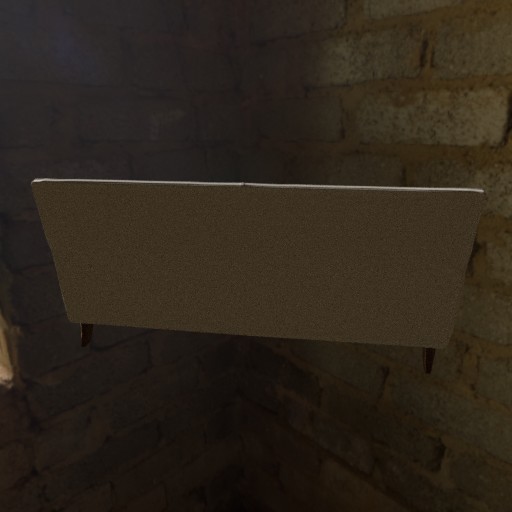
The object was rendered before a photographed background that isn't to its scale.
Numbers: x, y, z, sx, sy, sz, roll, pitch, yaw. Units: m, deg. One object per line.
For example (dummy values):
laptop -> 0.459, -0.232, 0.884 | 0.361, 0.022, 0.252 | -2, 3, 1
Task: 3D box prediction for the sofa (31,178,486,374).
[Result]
sofa -> 0.000, 0.000, 2.430 | 2.001, 0.907, 0.841 | 3, 17, 8
